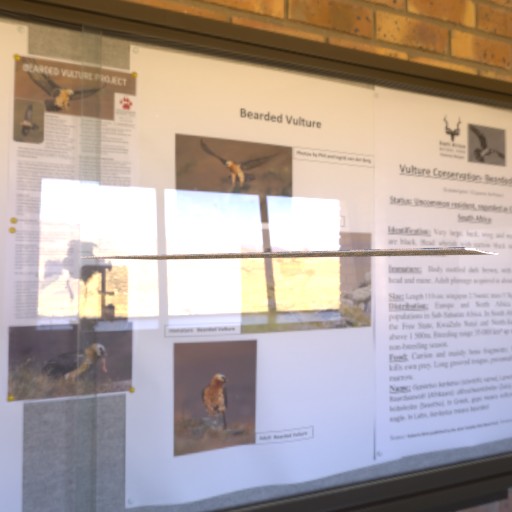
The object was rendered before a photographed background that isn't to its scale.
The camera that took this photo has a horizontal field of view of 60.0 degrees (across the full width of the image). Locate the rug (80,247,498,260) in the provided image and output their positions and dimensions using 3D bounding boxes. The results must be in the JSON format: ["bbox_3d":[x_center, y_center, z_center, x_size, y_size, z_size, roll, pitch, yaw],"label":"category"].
[{"bbox_3d":[0.000,0.000,2.613,2.446,0.011,0.768,-1,-2,37],"label":"rug"}]
